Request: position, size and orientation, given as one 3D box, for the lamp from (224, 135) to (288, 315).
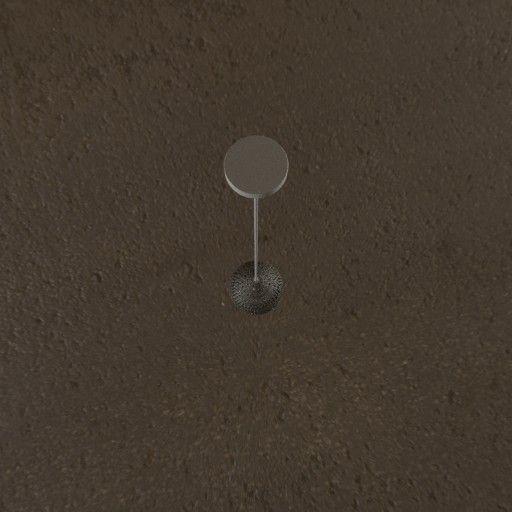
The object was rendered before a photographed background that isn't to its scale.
[{"bbox_3d":[0.000,0.000,2.079,0.355,1.919,0.355,33,78,8],"label":"lamp"}]
